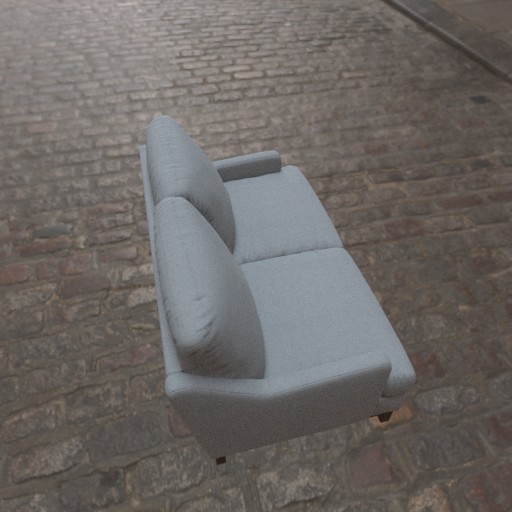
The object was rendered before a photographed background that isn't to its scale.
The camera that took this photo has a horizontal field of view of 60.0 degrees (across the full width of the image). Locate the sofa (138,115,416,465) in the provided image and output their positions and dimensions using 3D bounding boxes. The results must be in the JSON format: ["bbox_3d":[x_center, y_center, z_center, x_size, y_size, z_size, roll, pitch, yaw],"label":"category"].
[{"bbox_3d":[0.000,0.000,2.197,0.987,0.921,1.589,-10,45,-10],"label":"sofa"}]
